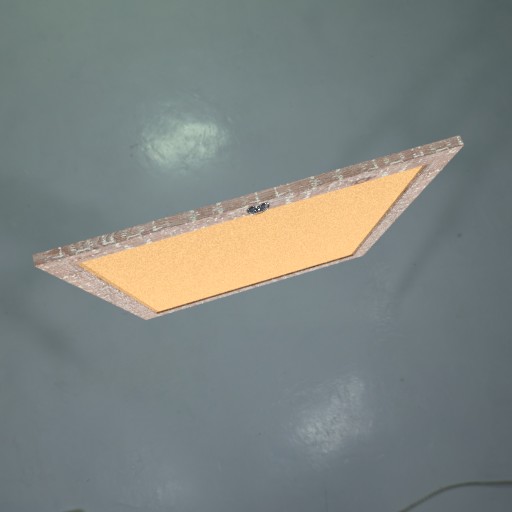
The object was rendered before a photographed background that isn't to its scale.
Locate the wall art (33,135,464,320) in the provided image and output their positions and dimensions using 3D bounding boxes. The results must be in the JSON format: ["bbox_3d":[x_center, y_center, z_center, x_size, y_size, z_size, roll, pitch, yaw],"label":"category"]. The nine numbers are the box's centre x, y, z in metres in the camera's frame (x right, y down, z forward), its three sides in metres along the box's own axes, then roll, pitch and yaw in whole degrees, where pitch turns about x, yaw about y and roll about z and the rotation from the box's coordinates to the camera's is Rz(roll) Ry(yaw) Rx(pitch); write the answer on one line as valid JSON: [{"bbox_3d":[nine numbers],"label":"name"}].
[{"bbox_3d":[0.000,0.000,0.566,0.384,0.384,0.012,-16,76,-4],"label":"wall art"}]
